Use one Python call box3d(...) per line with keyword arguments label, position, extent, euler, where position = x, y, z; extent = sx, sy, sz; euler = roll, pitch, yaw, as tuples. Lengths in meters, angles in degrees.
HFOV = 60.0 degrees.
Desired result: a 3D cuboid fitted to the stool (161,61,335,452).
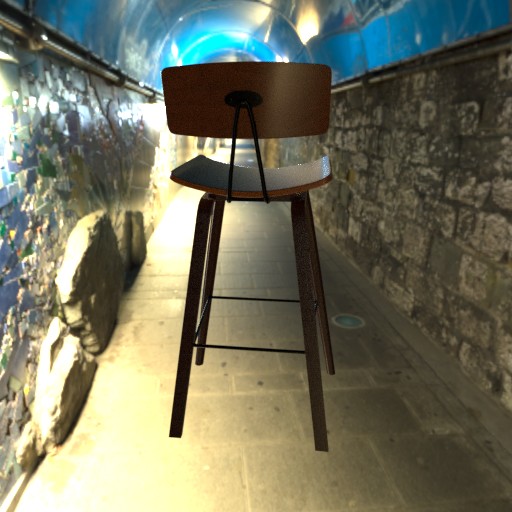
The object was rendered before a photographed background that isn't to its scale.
box3d(label="stool", position=(0.000, 0.000, 1.266), extent=(0.509, 0.969, 0.440), euler=(2, 16, 7))
